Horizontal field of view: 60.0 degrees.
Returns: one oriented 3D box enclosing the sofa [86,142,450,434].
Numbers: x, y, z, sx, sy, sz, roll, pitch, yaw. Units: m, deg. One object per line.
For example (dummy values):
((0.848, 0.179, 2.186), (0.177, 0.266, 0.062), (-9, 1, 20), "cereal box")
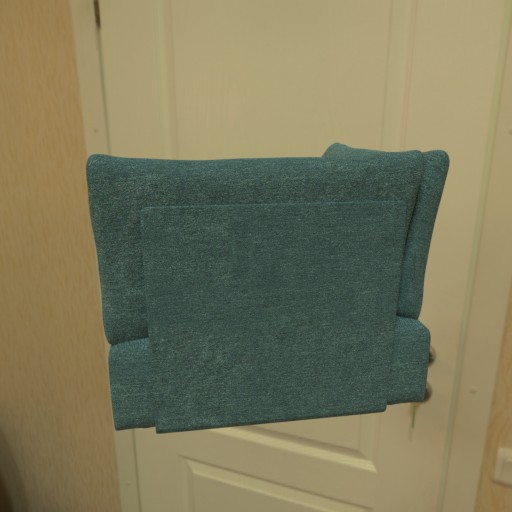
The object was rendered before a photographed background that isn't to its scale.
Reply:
((0.000, 0.000, 1.692), (1.000, 0.820, 1.000), (-2, 16, -8), "sofa")
